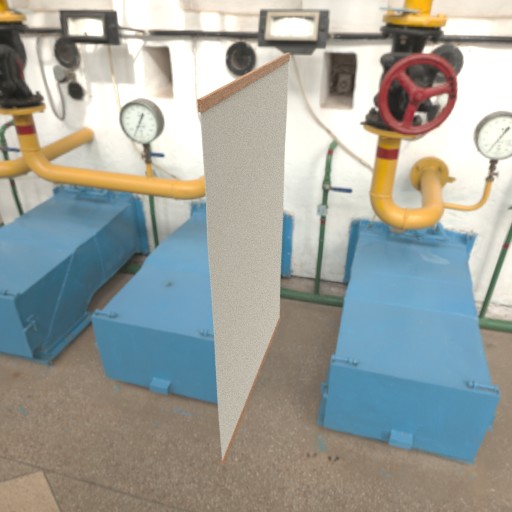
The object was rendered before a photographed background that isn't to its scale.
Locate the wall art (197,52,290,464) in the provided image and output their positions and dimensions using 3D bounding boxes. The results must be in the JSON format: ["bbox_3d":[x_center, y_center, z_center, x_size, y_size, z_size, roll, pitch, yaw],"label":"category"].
[{"bbox_3d":[0.000,0.000,1.948,0.019,1.527,1.019,9,32,14],"label":"wall art"}]
